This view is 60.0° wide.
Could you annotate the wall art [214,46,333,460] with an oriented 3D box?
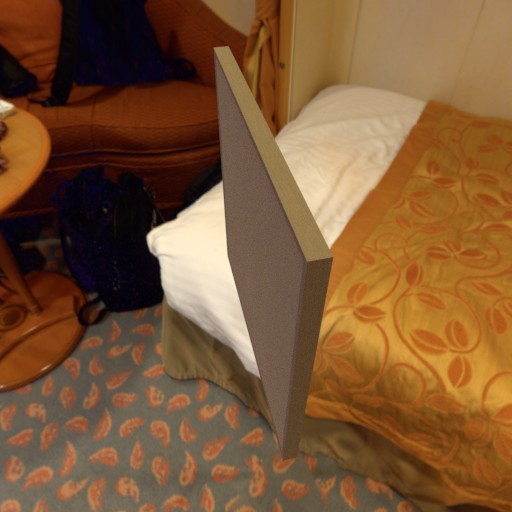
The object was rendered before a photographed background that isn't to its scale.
[{"bbox_3d":[0.000,0.000,1.140,0.038,0.758,0.761,-10,47,-9],"label":"wall art"}]
